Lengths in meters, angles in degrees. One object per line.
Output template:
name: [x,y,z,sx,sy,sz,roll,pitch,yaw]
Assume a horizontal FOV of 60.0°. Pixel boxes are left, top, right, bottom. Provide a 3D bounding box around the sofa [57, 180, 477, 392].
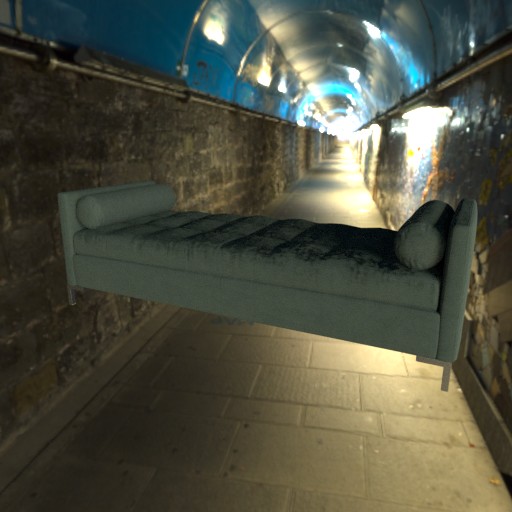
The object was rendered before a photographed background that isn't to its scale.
sofa: [0.000,0.000,2.408,2.102,0.657,0.797,8,17,26]
